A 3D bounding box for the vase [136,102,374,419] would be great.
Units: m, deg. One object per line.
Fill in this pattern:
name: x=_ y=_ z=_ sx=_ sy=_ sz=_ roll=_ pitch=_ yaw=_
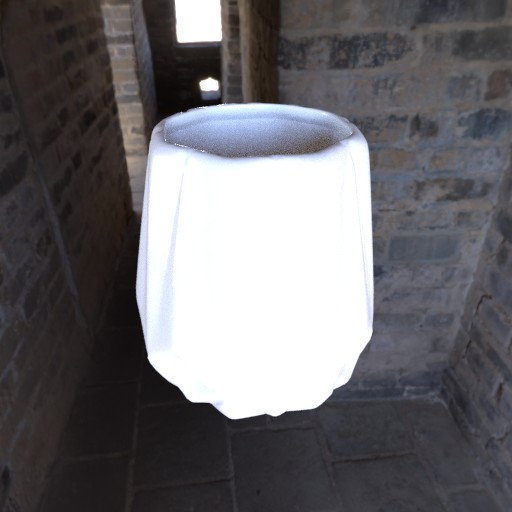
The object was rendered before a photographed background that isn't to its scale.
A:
vase: x=0.000 y=0.000 z=0.257 sx=0.141 sy=0.152 sz=0.141 roll=0 pitch=32 yaw=0
